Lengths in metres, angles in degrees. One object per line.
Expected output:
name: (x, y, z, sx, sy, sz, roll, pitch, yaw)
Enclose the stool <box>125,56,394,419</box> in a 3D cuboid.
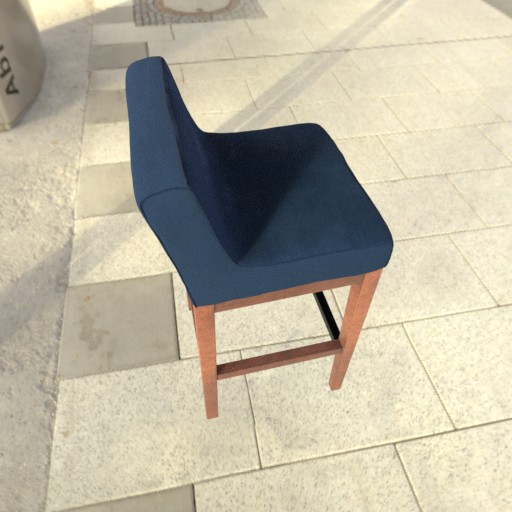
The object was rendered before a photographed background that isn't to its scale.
stool: (0.000, 0.000, 1.232, 0.516, 0.945, 0.511, -10, 48, -9)
